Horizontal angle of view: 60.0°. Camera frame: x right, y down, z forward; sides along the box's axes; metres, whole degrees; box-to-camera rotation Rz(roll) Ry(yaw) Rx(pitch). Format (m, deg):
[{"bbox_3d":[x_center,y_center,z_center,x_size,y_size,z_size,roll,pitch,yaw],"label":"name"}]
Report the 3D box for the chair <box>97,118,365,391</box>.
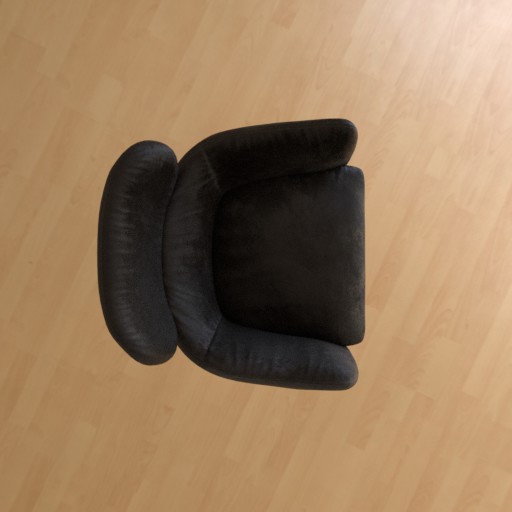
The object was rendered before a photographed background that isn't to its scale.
[{"bbox_3d":[0.000,0.000,1.229,0.604,0.818,0.640,0,89,0],"label":"chair"}]
